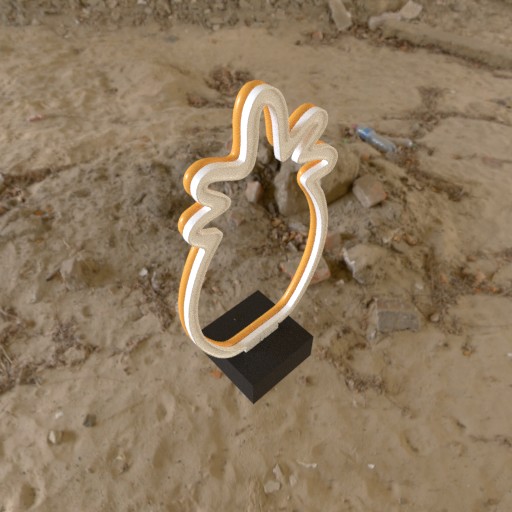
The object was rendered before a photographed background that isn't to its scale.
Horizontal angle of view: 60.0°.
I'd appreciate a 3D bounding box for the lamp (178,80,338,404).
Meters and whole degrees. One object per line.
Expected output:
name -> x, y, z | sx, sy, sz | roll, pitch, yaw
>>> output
lamp -> 0.000, 0.000, 0.392 | 0.167, 0.317, 0.088 | -33, 54, -28
